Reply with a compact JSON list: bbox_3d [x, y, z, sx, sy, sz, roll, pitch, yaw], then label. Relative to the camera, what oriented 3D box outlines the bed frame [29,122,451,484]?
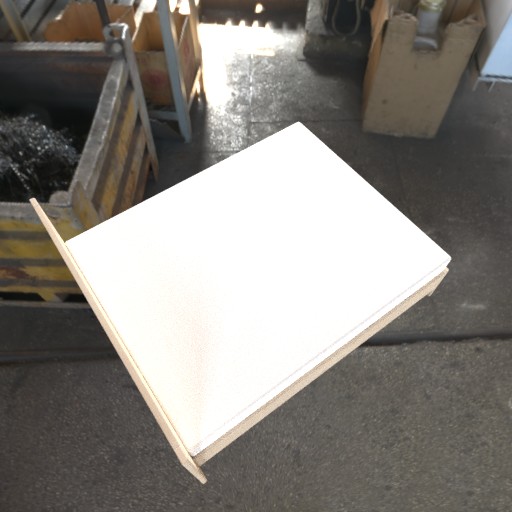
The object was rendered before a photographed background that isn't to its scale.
[{"bbox_3d":[0.000,0.000,2.995,2.080,0.900,1.800,-31,63,-18],"label":"bed frame"}]
